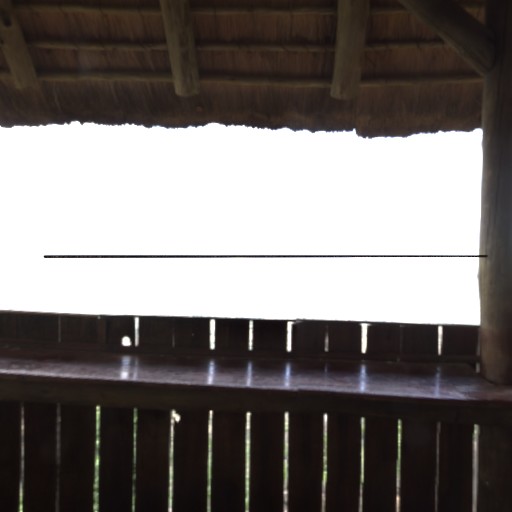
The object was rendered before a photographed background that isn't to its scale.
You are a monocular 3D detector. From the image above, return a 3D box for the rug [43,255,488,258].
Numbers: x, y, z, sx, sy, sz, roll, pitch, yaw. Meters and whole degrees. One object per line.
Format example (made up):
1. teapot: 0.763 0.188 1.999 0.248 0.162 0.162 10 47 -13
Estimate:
1. rug: 0.000 0.000 2.277 1.814 0.012 1.186 0 0 -17
